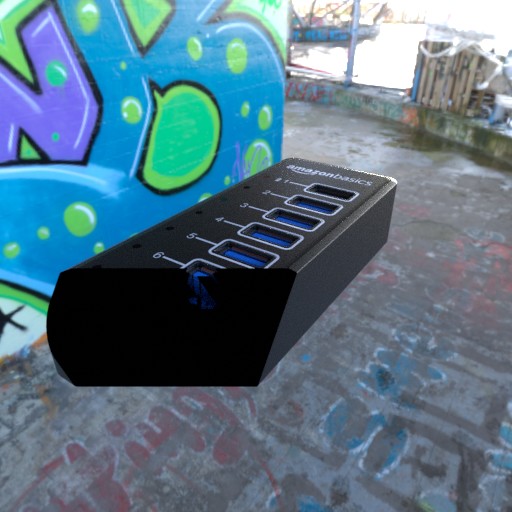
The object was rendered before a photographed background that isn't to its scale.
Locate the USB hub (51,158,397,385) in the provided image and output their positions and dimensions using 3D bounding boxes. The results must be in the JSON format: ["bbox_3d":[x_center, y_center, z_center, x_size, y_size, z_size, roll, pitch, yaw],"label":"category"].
[{"bbox_3d":[0.000,0.000,0.127,0.044,0.023,0.110,19,36,29],"label":"USB hub"}]
